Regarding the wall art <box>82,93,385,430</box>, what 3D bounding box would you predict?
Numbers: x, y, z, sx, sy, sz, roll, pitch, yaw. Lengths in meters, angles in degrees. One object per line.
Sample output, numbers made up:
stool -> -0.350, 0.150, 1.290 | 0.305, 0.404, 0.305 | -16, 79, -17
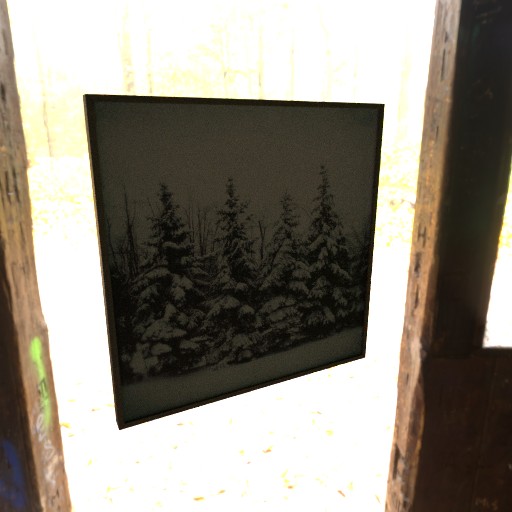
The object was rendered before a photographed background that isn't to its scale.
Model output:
wall art -> 0.000, 0.000, 1.138 | 0.758, 0.758, 0.039 | -8, 18, -26
